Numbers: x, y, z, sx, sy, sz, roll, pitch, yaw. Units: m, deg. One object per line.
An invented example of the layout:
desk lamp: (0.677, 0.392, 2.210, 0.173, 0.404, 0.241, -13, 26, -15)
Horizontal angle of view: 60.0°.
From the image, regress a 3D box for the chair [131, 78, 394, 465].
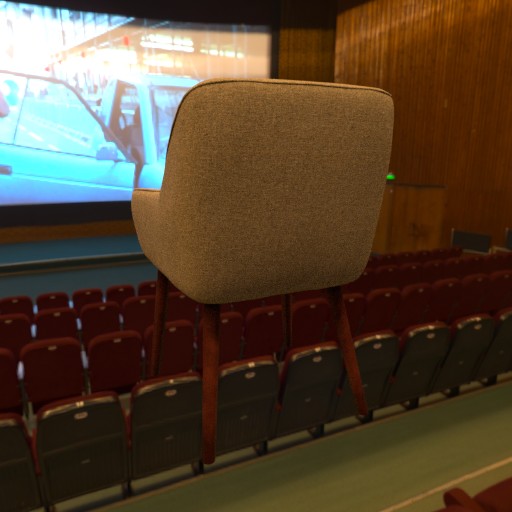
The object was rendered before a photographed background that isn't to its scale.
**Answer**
chair: (0.000, 0.000, 1.162, 0.543, 0.803, 0.519, -7, 15, -25)
